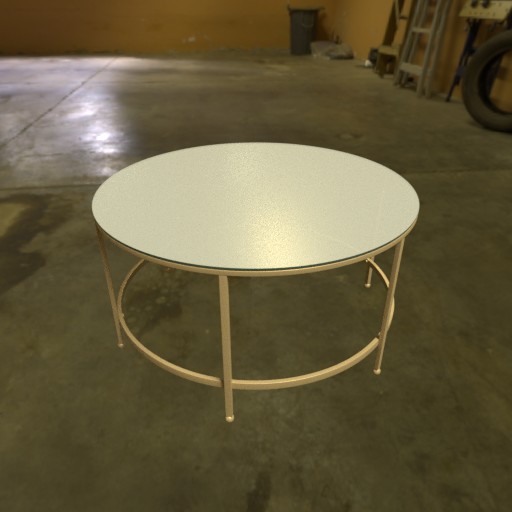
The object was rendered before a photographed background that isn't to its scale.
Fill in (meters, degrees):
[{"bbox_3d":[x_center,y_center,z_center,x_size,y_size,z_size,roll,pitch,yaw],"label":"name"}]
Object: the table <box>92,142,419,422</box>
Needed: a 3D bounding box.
[{"bbox_3d":[0.000,0.000,1.412,0.914,0.470,0.914,0,30,0],"label":"table"}]
